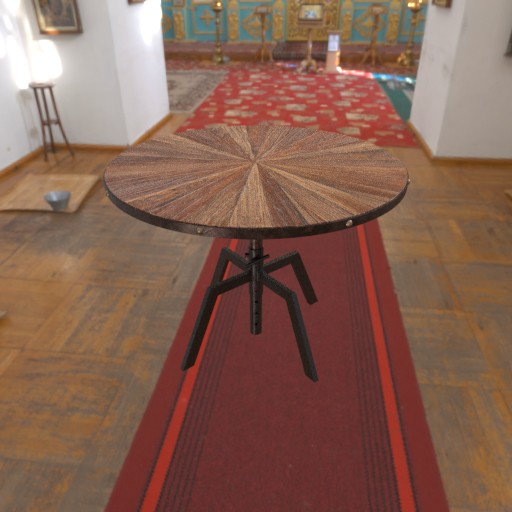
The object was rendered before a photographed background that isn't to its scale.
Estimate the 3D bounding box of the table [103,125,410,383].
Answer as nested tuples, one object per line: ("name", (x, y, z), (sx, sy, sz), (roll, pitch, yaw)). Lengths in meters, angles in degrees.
("table", (0.000, 0.000, 1.503), (0.885, 0.658, 0.885), (0, 30, 0))
